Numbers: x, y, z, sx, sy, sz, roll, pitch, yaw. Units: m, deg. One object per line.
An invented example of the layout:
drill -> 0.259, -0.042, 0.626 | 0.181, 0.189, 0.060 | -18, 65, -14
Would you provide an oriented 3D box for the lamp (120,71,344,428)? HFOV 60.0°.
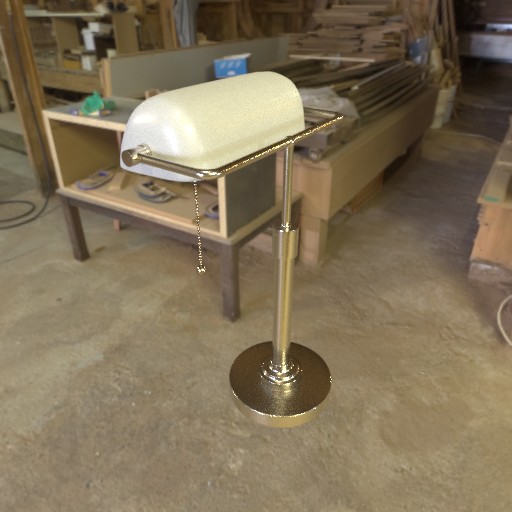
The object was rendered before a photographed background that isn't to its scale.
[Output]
lamp -> 0.000, 0.000, 0.551 | 0.227, 0.404, 0.269 | 20, 36, 30
